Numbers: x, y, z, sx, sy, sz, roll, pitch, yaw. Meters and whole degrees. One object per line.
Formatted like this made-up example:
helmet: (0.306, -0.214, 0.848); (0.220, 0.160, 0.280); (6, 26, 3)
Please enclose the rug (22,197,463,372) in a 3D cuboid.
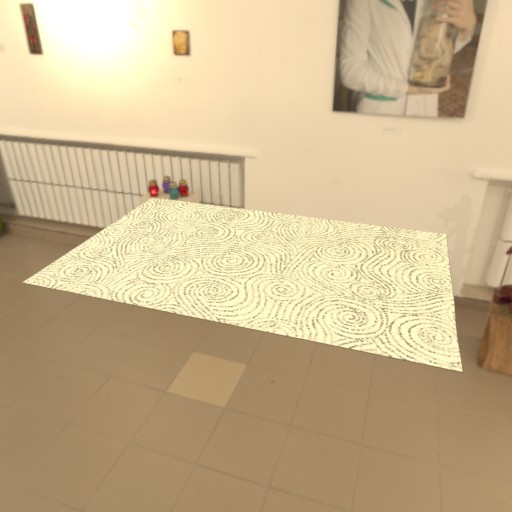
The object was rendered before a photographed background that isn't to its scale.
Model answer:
rug: (0.000, 0.000, 2.943); (2.439, 0.005, 1.524); (9, 29, 16)
